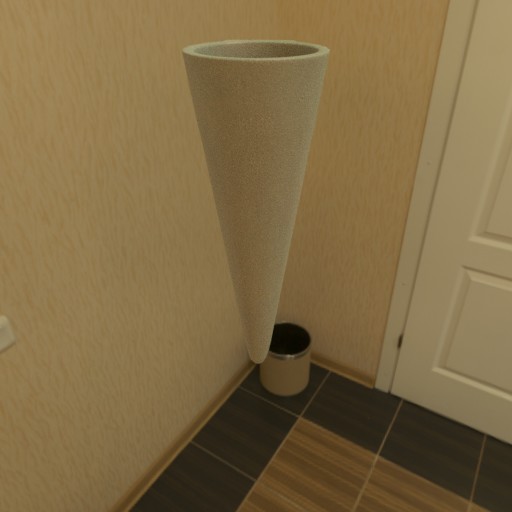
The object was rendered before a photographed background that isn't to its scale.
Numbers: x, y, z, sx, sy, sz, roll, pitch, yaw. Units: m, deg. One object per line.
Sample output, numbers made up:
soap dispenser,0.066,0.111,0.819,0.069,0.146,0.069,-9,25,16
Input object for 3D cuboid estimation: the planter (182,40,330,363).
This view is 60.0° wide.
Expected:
planter,0.000,0.000,0.224,0.057,0.191,0.064,2,31,3
